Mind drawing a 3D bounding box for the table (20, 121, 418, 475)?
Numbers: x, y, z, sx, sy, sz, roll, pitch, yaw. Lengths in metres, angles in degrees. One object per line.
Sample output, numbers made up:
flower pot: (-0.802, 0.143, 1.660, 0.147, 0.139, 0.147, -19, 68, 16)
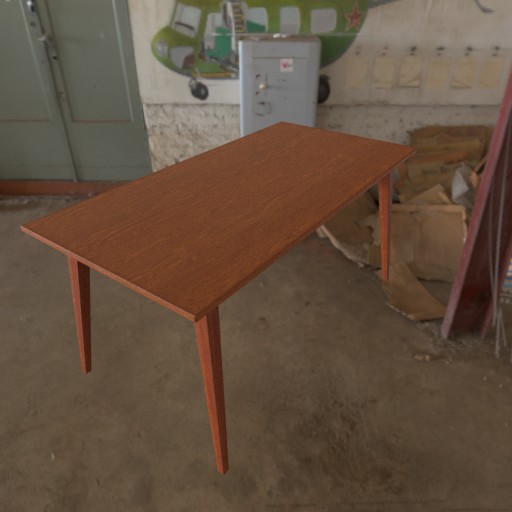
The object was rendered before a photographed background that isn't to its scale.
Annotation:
table: (0.000, 0.000, 2.051, 0.811, 0.755, 1.609, 21, 38, 30)
